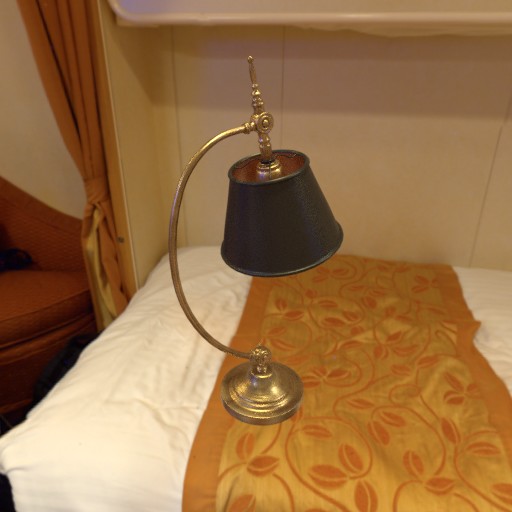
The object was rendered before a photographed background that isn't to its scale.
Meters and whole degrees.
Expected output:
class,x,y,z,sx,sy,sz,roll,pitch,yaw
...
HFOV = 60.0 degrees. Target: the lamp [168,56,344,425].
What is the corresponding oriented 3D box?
class,x,y,z,sx,sy,sz,roll,pitch,yaw
lamp,0.000,0.000,0.820,0.344,0.675,0.235,-17,31,-31
